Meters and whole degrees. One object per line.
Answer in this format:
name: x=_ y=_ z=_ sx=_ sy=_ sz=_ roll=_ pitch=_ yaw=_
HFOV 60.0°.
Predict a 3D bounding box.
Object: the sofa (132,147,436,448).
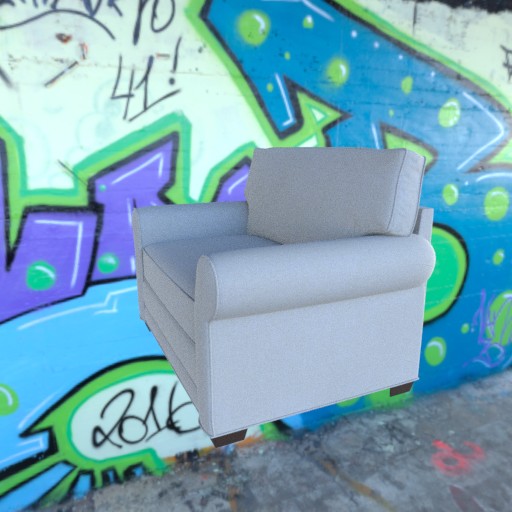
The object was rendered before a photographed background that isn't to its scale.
sofa: x=0.000 y=0.000 z=2.107 sx=0.937 sy=1.006 sz=1.405 roll=-6 pitch=15 yaw=-24
